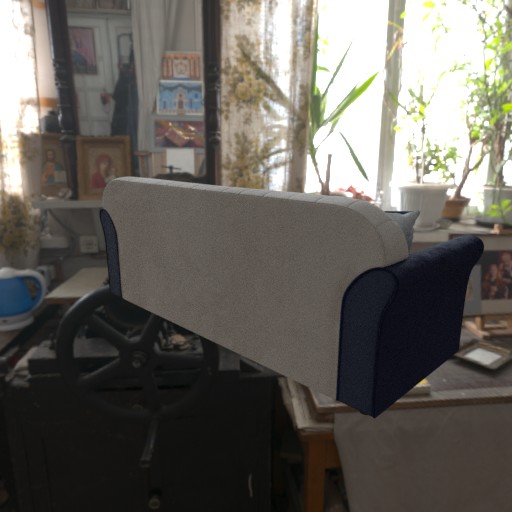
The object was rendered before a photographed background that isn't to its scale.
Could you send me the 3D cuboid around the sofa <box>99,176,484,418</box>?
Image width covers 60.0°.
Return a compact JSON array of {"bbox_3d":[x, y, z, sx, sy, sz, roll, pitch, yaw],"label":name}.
[{"bbox_3d":[0.000,0.000,2.354,0.749,0.789,2.006,-14,20,-43],"label":"sofa"}]
